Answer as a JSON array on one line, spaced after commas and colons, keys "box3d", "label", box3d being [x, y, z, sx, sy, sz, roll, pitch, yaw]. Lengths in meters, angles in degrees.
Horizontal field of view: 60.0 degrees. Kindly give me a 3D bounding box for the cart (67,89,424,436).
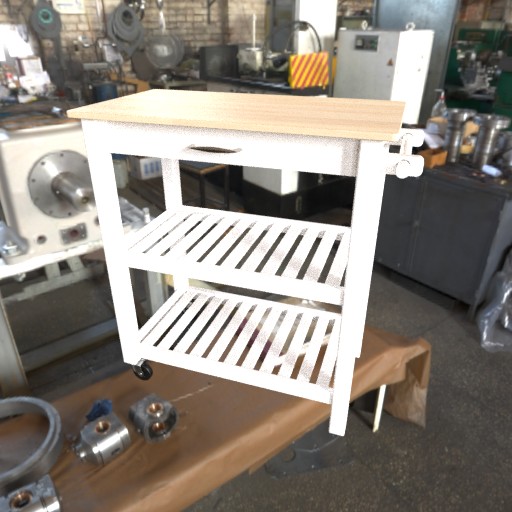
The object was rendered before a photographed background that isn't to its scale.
[{"box3d": [0.000, 0.000, 1.432, 0.899, 0.927, 0.457, 9, 29, 16], "label": "cart"}]
